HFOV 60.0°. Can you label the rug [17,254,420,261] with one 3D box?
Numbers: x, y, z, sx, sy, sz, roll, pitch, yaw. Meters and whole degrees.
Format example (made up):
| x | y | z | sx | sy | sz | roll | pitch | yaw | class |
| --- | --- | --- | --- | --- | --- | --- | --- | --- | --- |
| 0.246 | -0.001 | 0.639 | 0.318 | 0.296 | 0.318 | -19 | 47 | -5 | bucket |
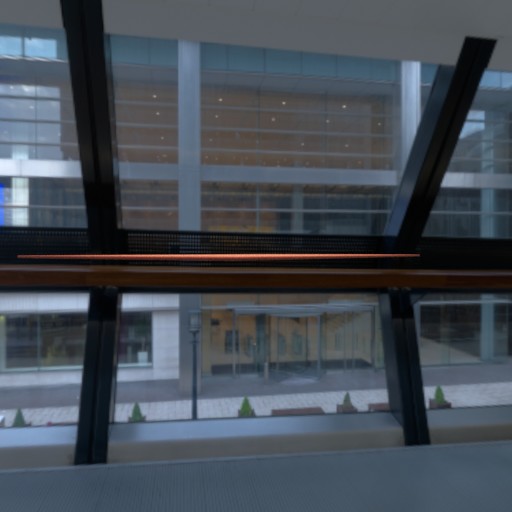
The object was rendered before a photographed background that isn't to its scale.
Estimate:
| x | y | z | sx | sy | sz | roll | pitch | yaw | class |
| --- | --- | --- | --- | --- | --- | --- | --- | --- | --- |
| 0.000 | 0.000 | 3.012 | 1.524 | 0.014 | 2.438 | 0 | 1 | 35 | rug |
